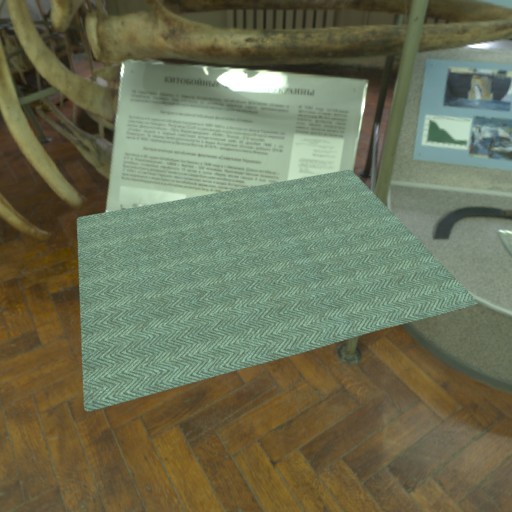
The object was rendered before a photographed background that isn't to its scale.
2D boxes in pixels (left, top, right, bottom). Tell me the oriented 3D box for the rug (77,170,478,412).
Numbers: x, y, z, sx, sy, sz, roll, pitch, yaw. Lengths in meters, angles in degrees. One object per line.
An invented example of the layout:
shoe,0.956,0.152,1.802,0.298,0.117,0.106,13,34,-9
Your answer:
rug,0.000,0.000,5.193,3.957,0.011,2.894,-12,42,-14
